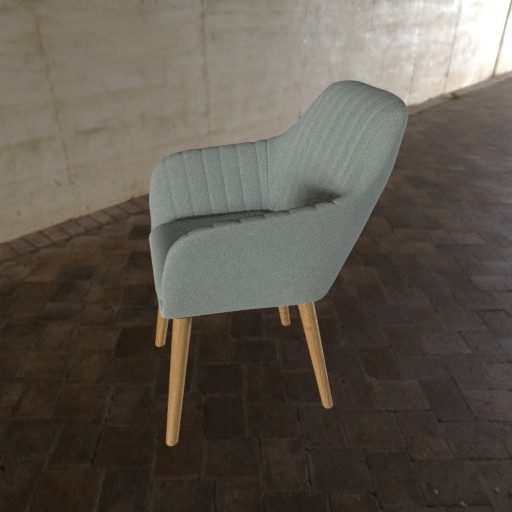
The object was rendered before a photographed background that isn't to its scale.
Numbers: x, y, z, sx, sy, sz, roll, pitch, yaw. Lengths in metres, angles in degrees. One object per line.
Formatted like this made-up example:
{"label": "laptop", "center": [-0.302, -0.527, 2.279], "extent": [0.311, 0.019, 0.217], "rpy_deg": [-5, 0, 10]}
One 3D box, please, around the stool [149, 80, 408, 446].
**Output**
{"label": "stool", "center": [0.000, 0.000, 1.178], "extent": [0.590, 0.830, 0.503], "rpy_deg": [-8, 31, -13]}
